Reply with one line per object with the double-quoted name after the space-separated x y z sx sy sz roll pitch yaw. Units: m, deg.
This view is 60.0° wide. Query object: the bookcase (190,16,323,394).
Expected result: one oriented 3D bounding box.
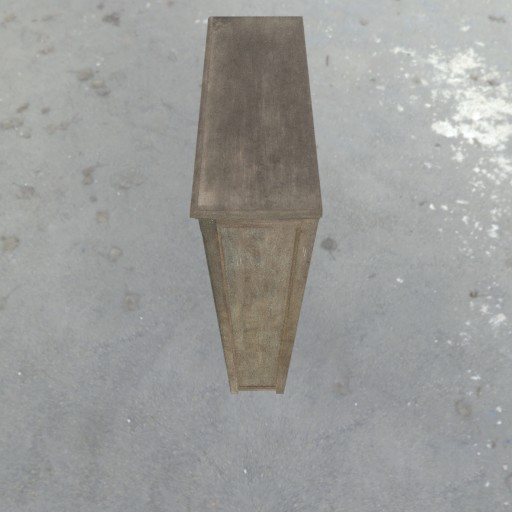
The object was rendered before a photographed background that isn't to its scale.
0.000 0.000 2.175 0.348 1.880 0.906 0 58 0 "bookcase"
